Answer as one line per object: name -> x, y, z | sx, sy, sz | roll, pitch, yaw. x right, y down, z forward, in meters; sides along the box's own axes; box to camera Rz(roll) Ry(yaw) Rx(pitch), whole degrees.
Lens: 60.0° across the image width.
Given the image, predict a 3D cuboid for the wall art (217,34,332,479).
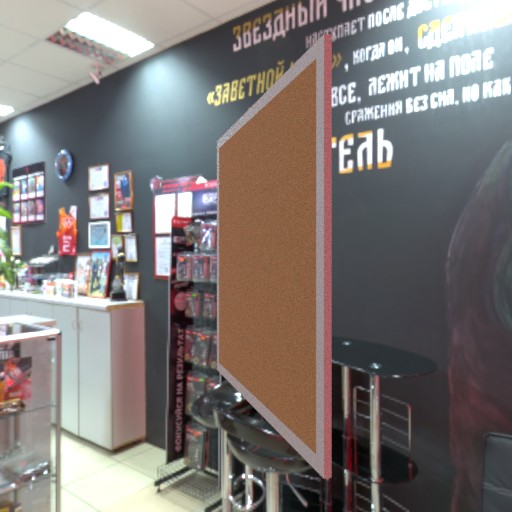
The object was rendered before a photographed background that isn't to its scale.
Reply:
wall art -> 0.000, 0.000, 0.672 | 0.009, 0.457, 0.456 | 0, 0, -19
